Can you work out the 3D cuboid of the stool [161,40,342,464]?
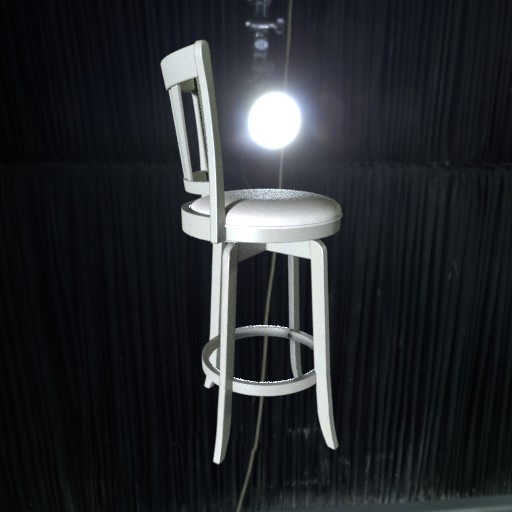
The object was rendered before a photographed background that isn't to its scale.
[{"bbox_3d":[0.000,0.000,1.264,0.475,1.042,0.436,-3,16,-10],"label":"stool"}]
